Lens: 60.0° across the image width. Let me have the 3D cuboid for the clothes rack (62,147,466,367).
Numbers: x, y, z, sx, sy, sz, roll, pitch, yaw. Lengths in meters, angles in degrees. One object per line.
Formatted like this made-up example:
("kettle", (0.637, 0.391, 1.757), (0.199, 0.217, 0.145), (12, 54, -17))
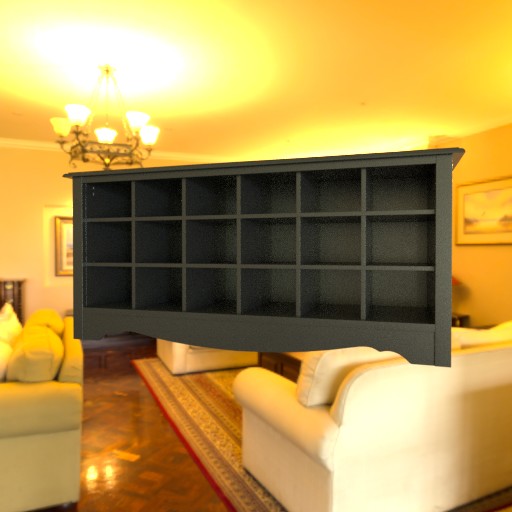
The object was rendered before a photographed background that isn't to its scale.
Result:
("clothes rack", (0.000, 0.000, 1.479), (1.219, 0.556, 0.406), (0, 1, 18))
